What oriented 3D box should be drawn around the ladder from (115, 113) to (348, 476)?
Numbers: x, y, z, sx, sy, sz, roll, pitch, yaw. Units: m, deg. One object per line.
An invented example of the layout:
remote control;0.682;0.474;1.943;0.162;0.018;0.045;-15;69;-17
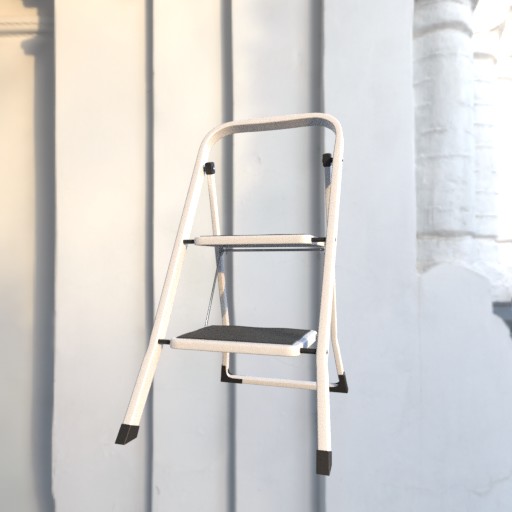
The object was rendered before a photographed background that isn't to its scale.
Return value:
ladder;0.000;0.000;1.141;0.460;0.810;0.544;0;-1;18
